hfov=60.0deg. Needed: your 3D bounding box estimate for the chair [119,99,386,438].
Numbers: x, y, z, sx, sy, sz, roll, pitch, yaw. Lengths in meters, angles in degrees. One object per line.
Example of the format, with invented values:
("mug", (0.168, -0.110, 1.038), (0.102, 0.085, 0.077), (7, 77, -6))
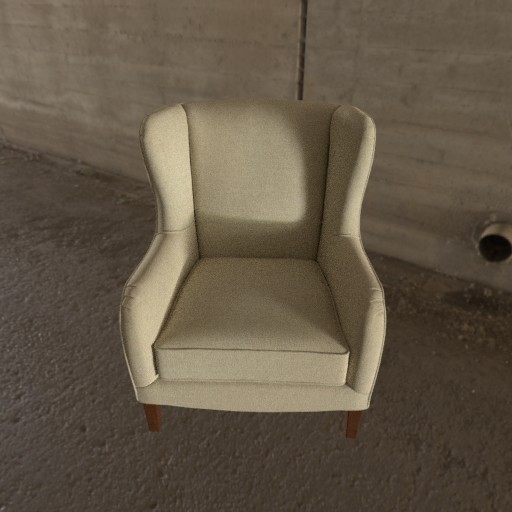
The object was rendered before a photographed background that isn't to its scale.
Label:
("chair", (0.000, 0.000, 1.744), (0.838, 1.040, 0.966), (1, 30, 2))
